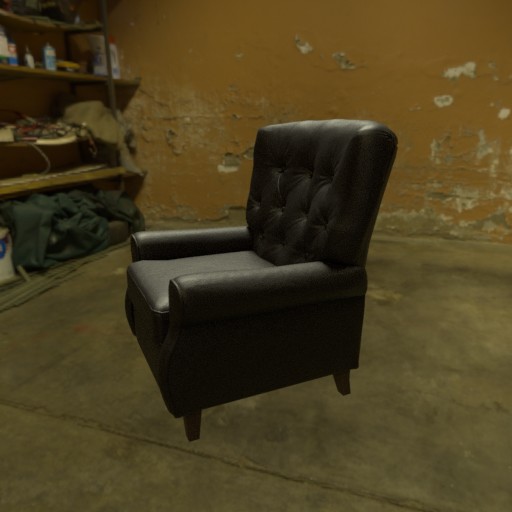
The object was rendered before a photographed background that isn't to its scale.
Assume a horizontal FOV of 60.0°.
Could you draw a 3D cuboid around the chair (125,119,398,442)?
[{"bbox_3d":[0.000,0.000,1.954,1.058,1.158,0.948,-7,18,-24],"label":"chair"}]
